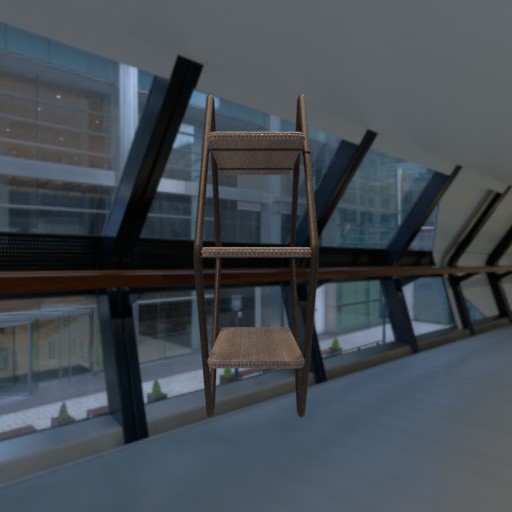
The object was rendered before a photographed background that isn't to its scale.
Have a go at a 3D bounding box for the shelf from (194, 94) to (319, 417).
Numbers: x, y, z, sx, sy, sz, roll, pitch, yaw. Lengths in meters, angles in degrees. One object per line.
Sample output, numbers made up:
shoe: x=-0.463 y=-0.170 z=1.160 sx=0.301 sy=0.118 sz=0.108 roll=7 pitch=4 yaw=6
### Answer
shelf: x=0.000 y=0.000 z=1.079 sx=0.234 sy=0.774 sz=0.609 roll=0 pitch=0 yaw=0
